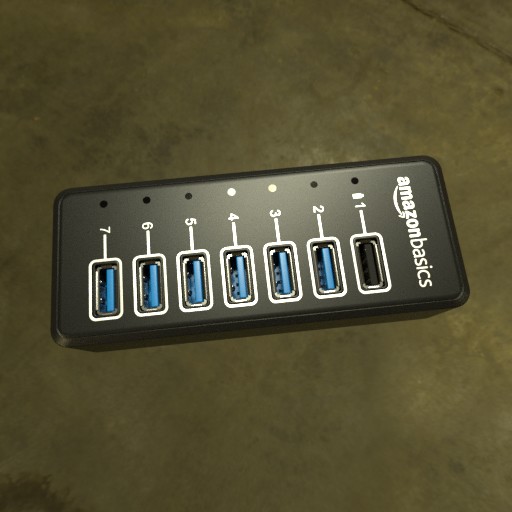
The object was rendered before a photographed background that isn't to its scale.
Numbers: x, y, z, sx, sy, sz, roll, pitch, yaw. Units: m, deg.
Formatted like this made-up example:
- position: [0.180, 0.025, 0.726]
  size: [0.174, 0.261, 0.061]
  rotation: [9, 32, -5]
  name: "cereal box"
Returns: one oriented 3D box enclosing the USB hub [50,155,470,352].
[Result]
- position: [0.000, 0.000, 0.130]
  size: [0.110, 0.023, 0.044]
  rotation: [-6, 74, -2]
  name: "USB hub"
